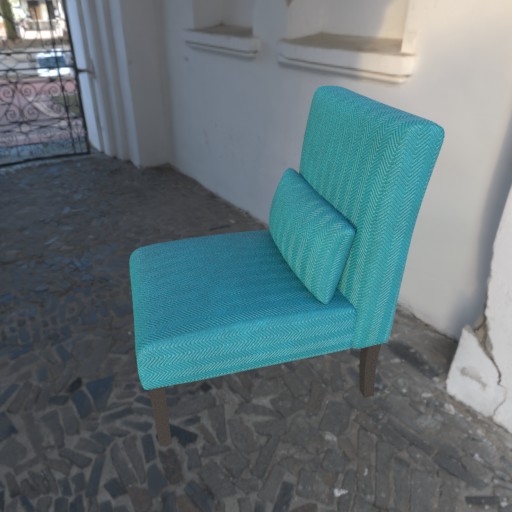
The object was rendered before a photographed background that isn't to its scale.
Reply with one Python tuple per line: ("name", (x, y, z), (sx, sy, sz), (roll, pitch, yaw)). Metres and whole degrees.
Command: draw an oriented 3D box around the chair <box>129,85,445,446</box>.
("chair", (0.000, 0.000, 1.425), (0.808, 0.927, 0.579), (-8, 31, -14))
